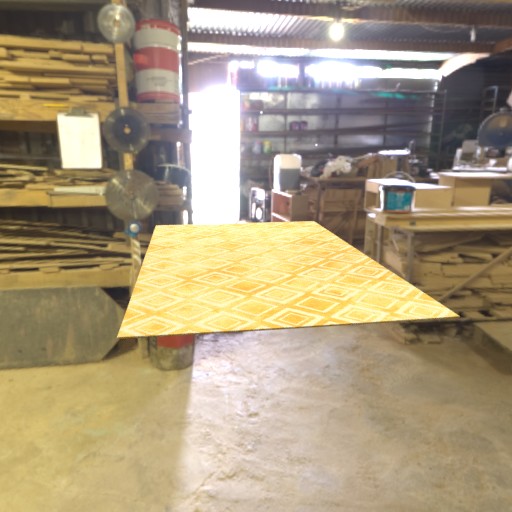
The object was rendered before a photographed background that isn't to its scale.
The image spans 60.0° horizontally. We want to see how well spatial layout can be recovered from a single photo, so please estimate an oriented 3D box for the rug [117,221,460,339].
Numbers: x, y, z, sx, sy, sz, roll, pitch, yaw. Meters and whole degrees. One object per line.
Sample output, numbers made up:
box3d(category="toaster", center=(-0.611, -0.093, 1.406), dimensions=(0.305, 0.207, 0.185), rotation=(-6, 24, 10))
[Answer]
box3d(category="rug", center=(0.000, 0.000, 3.058), dimensions=(1.511, 0.010, 2.424), rotation=(-2, 15, -8))
